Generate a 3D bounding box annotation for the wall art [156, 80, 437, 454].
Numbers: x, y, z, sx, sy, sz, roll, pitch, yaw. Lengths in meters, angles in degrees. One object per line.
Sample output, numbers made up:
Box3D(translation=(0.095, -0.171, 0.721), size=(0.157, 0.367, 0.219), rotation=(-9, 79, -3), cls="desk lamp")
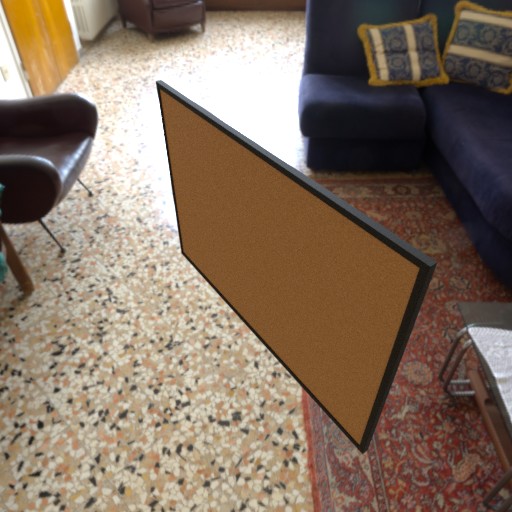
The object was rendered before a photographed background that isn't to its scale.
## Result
Box3D(translation=(0.000, 0.000, 0.838), size=(0.013, 0.458, 0.664), rotation=(-26, 48, -26), cls="wall art")
